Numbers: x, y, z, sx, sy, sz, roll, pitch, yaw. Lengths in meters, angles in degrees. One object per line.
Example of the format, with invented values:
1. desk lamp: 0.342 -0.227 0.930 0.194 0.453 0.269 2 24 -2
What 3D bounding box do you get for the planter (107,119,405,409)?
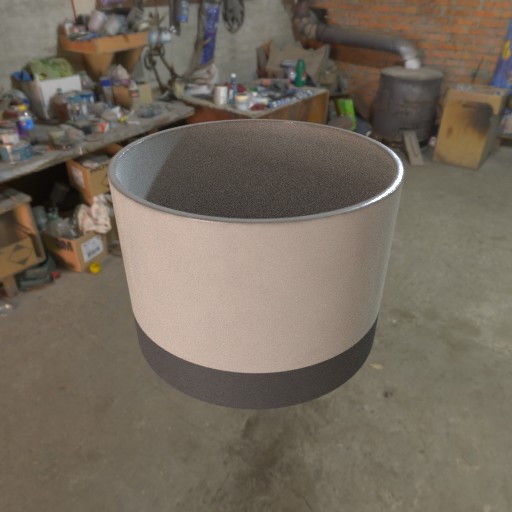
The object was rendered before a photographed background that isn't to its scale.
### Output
1. planter: 0.000 0.000 0.226 0.128 0.105 0.128 0 32 0
